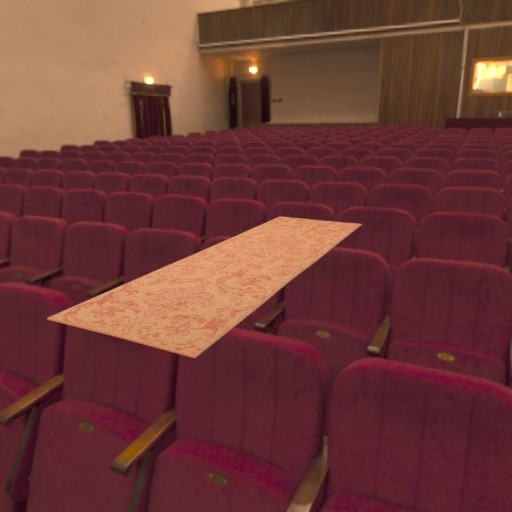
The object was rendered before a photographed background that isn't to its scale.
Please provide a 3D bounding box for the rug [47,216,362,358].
[{"bbox_3d":[0.000,0.000,2.458,0.662,0.011,2.196,8,18,25],"label":"rug"}]
